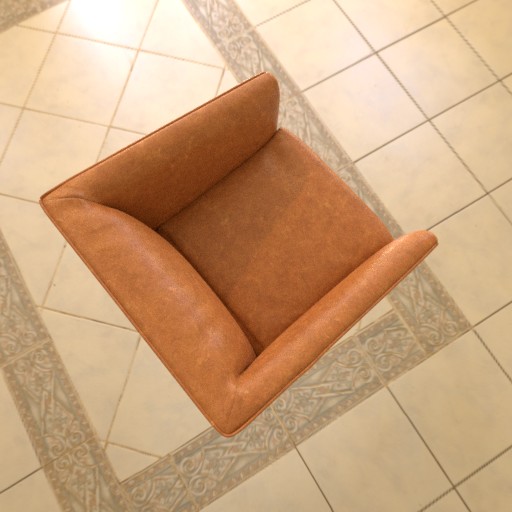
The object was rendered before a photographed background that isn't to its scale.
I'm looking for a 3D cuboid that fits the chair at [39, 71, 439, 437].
[{"bbox_3d":[0.000,0.000,1.204,0.625,0.760,0.588,-40,79,-10],"label":"chair"}]
